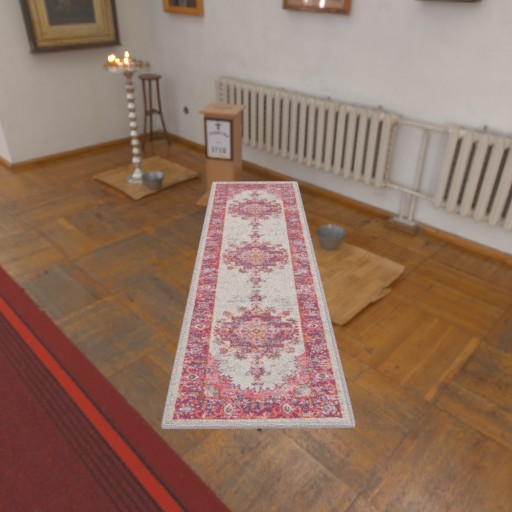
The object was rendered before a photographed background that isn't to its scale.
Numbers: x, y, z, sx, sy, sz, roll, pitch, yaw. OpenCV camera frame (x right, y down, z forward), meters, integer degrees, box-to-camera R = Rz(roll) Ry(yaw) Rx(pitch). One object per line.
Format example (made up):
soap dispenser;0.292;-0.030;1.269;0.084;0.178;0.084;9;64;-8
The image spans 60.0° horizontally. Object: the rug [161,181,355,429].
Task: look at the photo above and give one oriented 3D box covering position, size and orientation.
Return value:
rug;0.000;0.000;2.490;0.666;0.011;2.294;0;30;0
